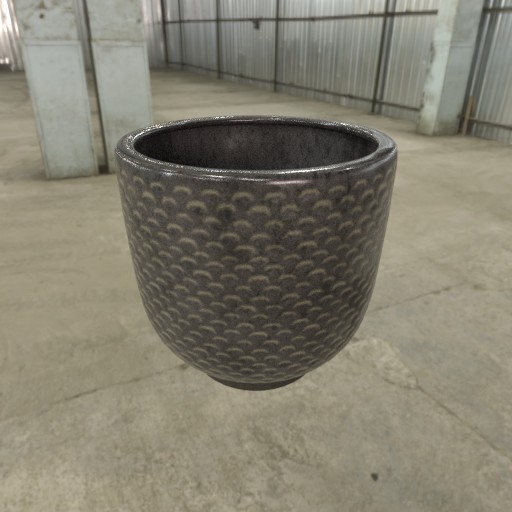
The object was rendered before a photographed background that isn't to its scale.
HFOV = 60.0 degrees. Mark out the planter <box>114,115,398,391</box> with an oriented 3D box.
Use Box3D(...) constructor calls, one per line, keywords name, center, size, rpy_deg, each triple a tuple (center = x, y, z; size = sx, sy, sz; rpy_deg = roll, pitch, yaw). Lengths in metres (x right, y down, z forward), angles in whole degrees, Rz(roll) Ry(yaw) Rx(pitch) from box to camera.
Box3D(name="planter", center=(0.000, 0.000, 0.358), size=(0.197, 0.191, 0.197), rpy_deg=(0, 26, 0))
